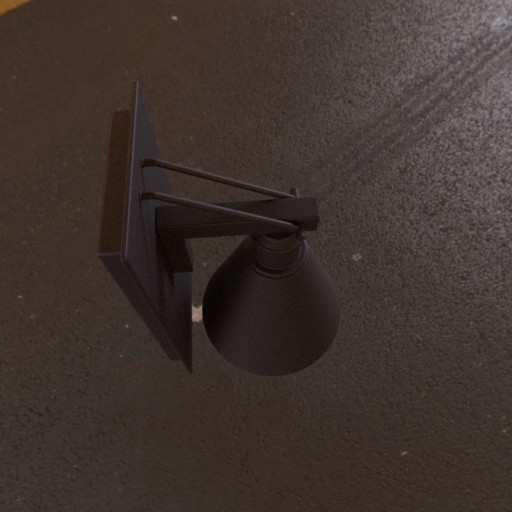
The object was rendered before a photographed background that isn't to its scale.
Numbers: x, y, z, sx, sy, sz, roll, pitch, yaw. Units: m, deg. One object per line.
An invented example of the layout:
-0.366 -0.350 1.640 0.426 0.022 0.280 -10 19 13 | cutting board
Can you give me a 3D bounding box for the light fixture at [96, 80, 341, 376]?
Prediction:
0.000 0.000 0.422 0.207 0.298 0.170 -4 63 -2 | light fixture
